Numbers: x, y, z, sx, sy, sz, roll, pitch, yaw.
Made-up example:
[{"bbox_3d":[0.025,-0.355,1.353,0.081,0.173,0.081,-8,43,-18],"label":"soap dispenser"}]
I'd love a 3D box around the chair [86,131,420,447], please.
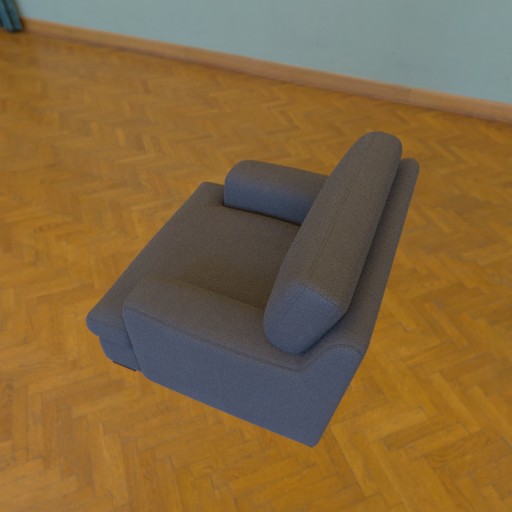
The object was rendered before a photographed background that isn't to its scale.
[{"bbox_3d":[0.000,0.000,1.998,1.143,0.940,1.168,17,47,16],"label":"chair"}]
